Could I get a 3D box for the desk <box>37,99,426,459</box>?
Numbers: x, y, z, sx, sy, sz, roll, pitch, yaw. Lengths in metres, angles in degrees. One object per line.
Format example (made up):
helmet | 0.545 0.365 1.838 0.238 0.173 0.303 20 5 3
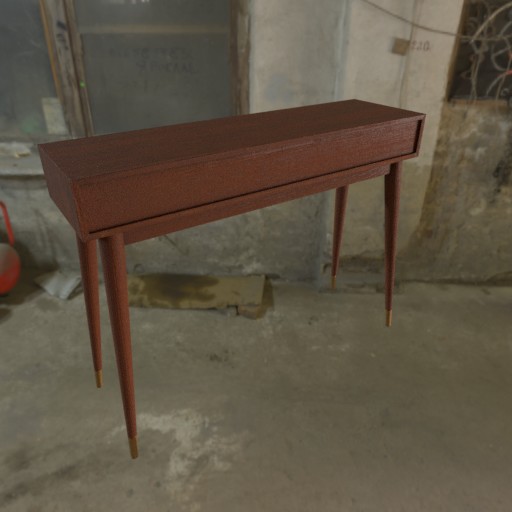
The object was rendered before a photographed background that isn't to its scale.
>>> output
desk | 0.000 0.000 1.598 1.204 0.917 0.384 -18 34 -29
